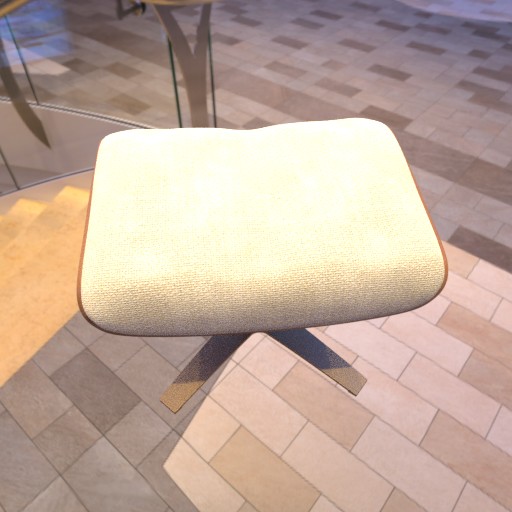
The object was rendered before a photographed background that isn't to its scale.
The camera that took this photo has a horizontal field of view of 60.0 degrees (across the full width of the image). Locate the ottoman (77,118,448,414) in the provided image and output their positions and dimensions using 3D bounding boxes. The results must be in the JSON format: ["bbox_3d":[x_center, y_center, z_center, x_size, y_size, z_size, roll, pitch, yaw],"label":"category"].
[{"bbox_3d":[0.000,0.000,0.815,0.520,0.391,0.394,-4,46,-4],"label":"ottoman"}]
